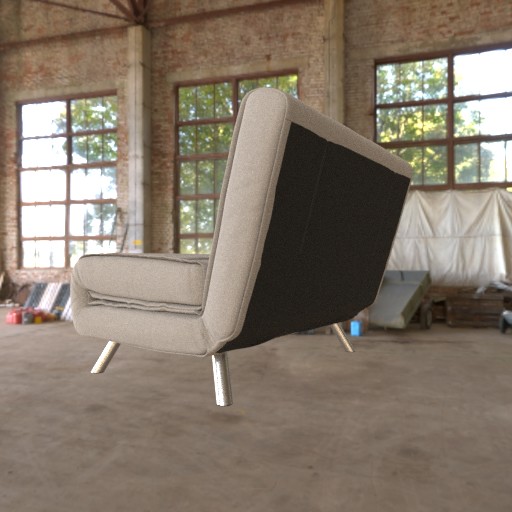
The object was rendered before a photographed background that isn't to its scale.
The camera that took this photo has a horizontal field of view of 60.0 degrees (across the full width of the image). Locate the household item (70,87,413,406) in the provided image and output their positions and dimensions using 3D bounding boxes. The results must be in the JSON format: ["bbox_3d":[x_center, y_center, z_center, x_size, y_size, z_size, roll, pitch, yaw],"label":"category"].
[{"bbox_3d":[0.000,0.000,1.646,0.874,0.800,1.000,0,0,36],"label":"household item"}]
